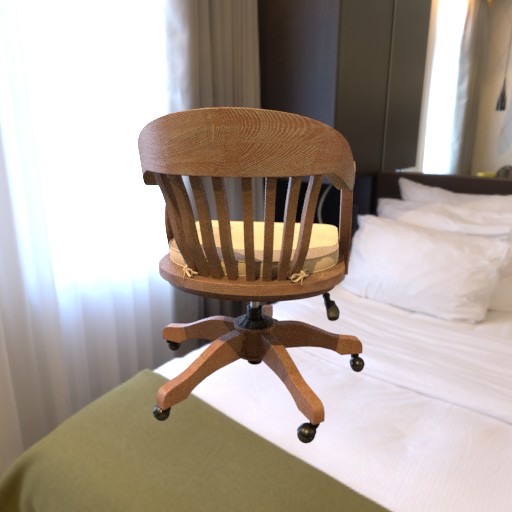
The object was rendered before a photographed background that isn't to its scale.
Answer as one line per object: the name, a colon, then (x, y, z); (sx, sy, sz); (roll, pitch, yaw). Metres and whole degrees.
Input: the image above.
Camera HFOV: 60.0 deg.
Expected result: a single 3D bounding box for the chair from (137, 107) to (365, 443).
chair: (0.000, 0.000, 1.423); (0.750, 0.878, 0.788); (2, 17, 8)
